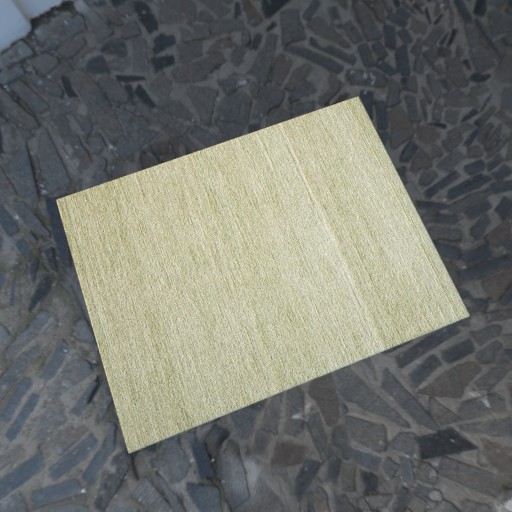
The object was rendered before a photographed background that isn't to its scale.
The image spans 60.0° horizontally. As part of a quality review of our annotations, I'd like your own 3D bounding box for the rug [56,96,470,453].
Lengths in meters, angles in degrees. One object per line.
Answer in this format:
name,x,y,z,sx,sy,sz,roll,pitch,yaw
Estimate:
rug,0.000,0.000,4.133,3.198,0.016,2.425,-20,76,-5
